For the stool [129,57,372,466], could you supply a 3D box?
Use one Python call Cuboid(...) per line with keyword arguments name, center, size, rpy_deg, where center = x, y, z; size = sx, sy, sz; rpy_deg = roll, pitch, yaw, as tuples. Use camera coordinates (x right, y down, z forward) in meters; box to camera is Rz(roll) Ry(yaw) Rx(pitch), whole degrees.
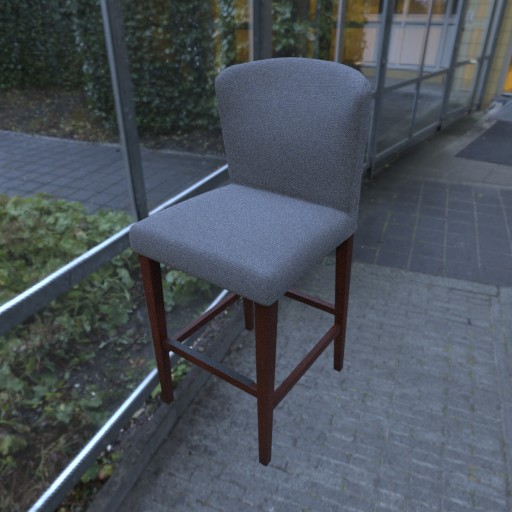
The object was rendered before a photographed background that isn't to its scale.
Cuboid(name="stool", center=(0.000, 0.000, 1.355), size=(0.486, 1.069, 0.568), rpy_deg=(19, 35, 30))
